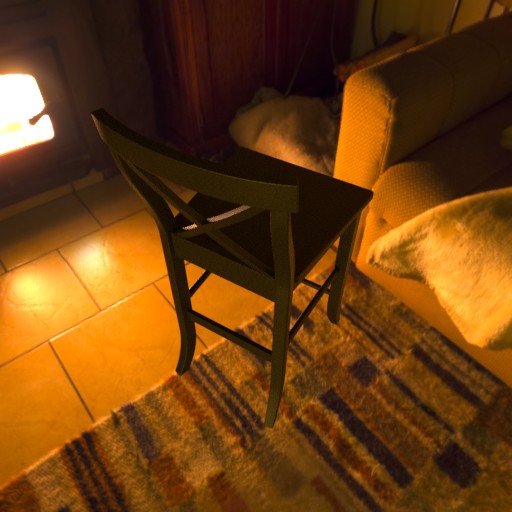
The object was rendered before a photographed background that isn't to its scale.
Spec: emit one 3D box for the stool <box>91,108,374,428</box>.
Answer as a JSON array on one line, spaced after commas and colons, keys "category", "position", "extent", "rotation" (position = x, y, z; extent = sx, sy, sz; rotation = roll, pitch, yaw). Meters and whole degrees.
[{"category": "stool", "position": [0.000, 0.000, 1.262], "extent": [0.452, 0.989, 0.559], "rotation": [24, 51, 21]}]
